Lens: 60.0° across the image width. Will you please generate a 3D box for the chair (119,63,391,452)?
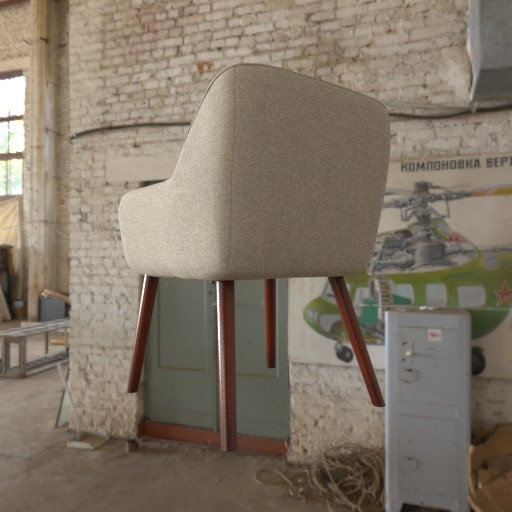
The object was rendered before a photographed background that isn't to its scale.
[{"bbox_3d":[0.000,0.000,1.266,0.610,0.813,0.610,0,-1,-35],"label":"chair"}]
